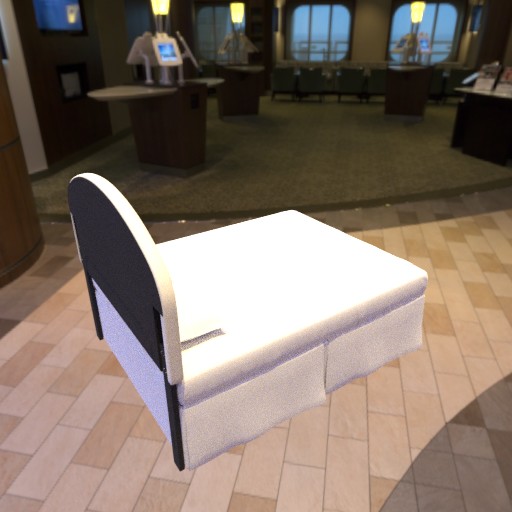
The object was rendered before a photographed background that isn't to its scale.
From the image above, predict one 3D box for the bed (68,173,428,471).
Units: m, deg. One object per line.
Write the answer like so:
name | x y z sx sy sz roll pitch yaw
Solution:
bed | 0.000 0.000 3.073 2.005 1.410 1.607 -17 31 -31
